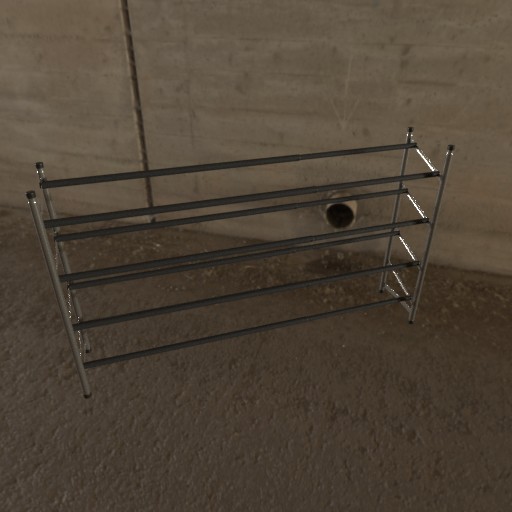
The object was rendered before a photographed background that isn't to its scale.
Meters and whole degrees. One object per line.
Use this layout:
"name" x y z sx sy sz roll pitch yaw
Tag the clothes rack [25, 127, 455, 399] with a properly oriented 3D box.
"clothes rack" 0.000 0.000 1.414 1.168 0.672 0.229 -9 32 -15
